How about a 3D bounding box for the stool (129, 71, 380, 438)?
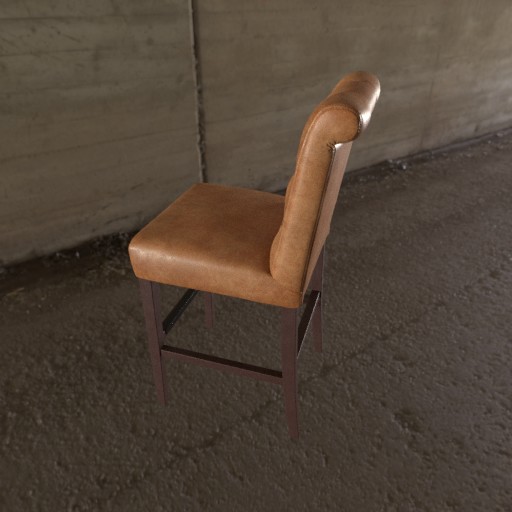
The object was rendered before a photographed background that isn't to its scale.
[{"bbox_3d":[0.000,0.000,1.388,0.601,1.047,0.493,9,32,15],"label":"stool"}]
